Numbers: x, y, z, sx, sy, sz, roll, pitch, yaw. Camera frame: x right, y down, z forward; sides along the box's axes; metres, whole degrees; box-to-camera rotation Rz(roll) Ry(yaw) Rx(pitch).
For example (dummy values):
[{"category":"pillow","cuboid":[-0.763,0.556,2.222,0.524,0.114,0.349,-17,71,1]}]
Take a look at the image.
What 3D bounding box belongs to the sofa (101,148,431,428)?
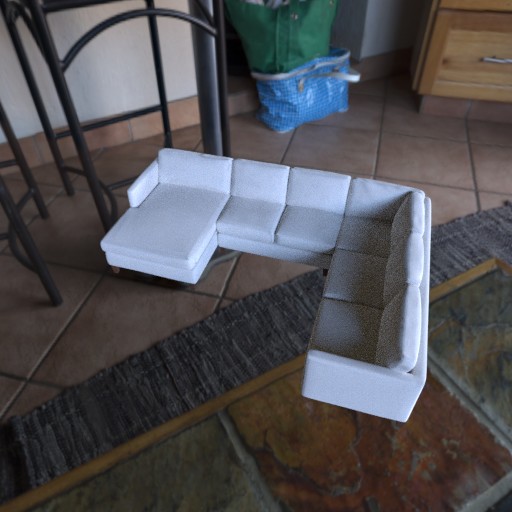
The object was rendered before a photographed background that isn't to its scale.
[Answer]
[{"category":"sofa","cuboid":[0.000,0.000,4.741,3.459,0.956,2.593,12,44,12]}]
